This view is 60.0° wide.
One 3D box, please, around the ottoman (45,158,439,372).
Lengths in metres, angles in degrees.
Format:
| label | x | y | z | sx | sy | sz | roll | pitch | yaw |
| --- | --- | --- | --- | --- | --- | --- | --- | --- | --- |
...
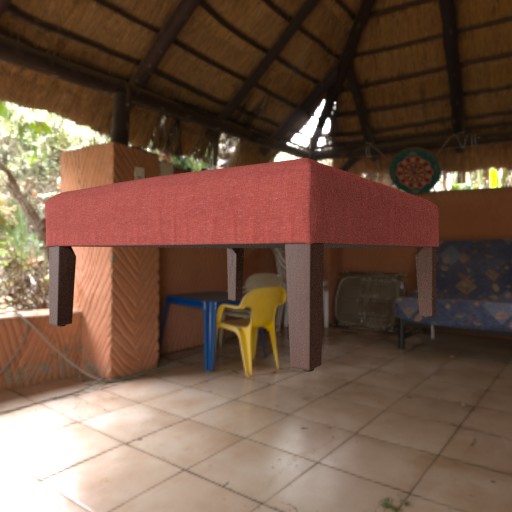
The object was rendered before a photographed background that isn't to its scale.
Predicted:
| label | x | y | z | sx | sy | sz | roll | pitch | yaw |
| --- | --- | --- | --- | --- | --- | --- | --- | --- | --- |
| ottoman | 0.000 | 0.000 | 1.394 | 0.890 | 0.411 | 0.889 | 0 | 1 | 36 |
